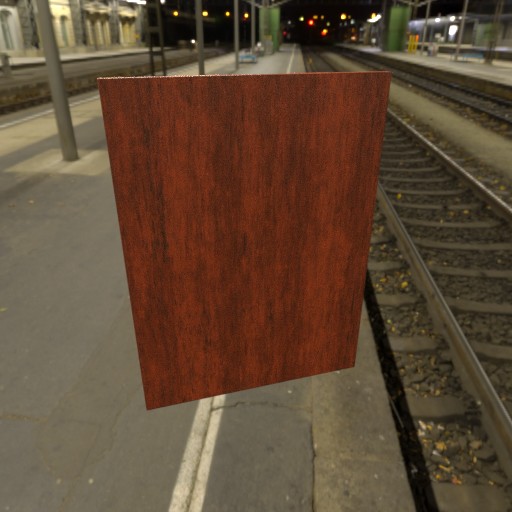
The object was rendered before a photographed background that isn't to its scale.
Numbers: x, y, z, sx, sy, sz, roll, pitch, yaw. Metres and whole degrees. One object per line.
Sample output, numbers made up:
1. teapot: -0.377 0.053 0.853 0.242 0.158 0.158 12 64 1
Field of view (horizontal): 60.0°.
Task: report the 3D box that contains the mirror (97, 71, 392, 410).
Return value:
1. mirror: 0.000 0.000 1.059 0.600 0.805 0.021 -8 27 -15
